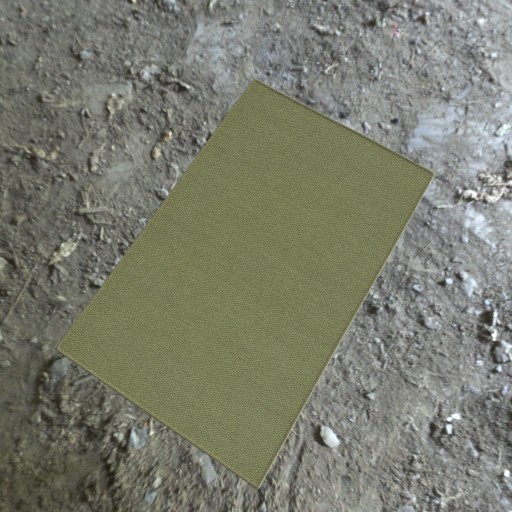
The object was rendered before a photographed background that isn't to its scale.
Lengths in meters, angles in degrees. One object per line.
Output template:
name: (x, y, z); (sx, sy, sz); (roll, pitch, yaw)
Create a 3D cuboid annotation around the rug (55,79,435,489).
rug: (0.000, 0.000, 2.083); (1.067, 0.013, 1.676); (31, 76, 9)
